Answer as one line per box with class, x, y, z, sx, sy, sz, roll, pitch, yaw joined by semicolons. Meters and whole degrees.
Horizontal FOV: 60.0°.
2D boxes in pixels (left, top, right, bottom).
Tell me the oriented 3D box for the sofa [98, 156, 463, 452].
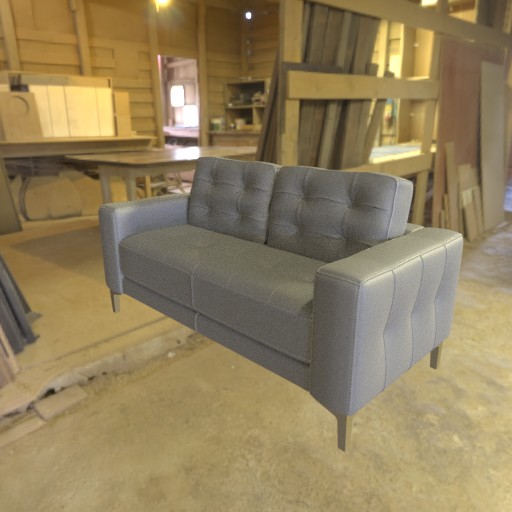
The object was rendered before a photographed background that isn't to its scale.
sofa;0.000;0.000;2.223;1.726;0.893;0.833;17;24;42
